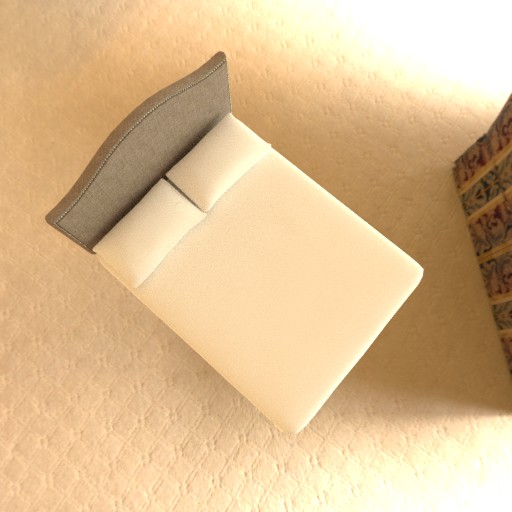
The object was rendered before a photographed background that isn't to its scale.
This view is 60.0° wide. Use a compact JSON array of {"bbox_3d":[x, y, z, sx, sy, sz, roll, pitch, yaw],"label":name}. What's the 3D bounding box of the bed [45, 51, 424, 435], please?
[{"bbox_3d":[0.000,0.000,3.283,2.153,1.518,1.713,40,79,9],"label":"bed"}]
